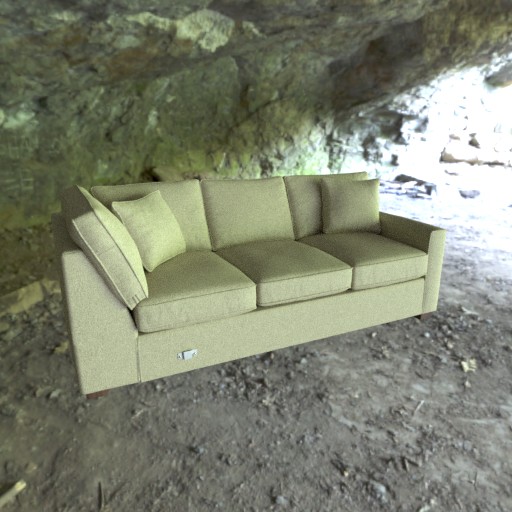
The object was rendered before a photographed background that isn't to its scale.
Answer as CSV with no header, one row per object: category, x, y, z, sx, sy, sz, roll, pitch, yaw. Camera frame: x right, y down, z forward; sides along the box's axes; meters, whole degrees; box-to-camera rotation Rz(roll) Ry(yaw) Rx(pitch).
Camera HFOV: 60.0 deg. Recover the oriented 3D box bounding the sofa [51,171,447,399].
sofa,0.000,0.000,2.861,2.323,0.948,1.053,-8,19,-25
